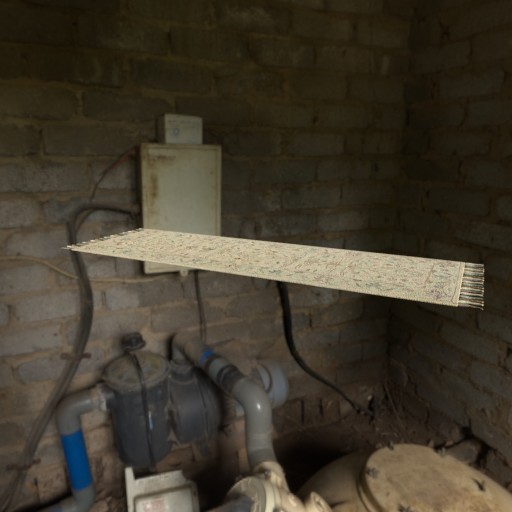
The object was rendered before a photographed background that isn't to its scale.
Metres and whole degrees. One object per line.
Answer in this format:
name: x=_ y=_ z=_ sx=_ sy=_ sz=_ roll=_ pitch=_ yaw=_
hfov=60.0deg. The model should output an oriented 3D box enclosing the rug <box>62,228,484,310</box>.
rug: x=0.000 y=0.000 z=2.651 sx=2.440 sy=0.013 sz=0.769 roll=7 pitch=16 yaw=26
